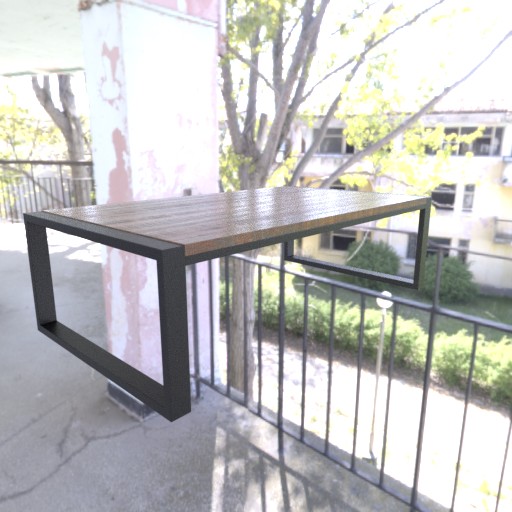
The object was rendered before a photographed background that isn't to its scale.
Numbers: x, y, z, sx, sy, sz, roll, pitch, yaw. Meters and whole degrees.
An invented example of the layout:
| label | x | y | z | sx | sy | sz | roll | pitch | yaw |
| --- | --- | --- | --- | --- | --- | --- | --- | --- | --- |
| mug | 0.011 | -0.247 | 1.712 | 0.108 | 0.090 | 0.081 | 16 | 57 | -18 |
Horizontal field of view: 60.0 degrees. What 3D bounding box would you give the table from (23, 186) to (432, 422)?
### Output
| label | x | y | z | sx | sy | sz | roll | pitch | yaw |
| --- | --- | --- | --- | --- | --- | --- | --- | --- | --- |
| table | 0.000 | 0.000 | 1.674 | 0.750 | 0.400 | 1.350 | 13 | 19 | 42 |
